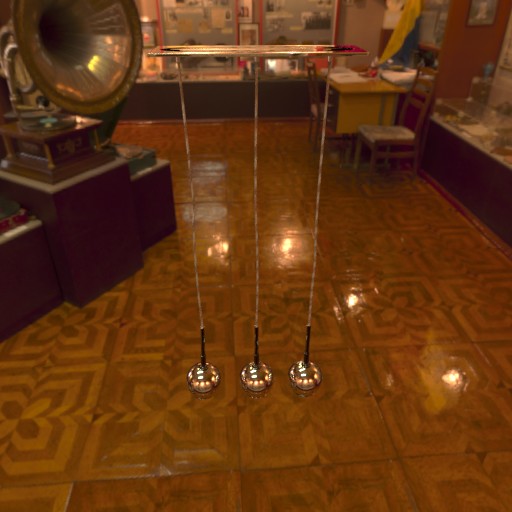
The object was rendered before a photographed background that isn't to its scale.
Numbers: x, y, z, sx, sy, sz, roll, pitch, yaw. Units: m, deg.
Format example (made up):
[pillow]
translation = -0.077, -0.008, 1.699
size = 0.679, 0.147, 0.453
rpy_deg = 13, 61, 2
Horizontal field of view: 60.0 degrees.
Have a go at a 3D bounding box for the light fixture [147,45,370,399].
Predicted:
[light fixture]
translation = 0.000, 0.000, 1.655
size = 0.623, 1.408, 0.188
rpy_deg = -1, 31, -2
